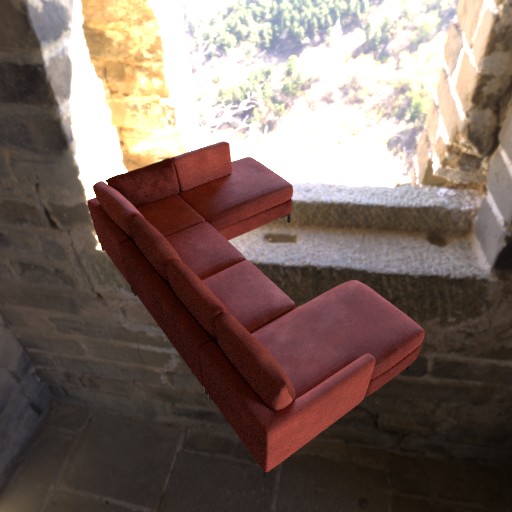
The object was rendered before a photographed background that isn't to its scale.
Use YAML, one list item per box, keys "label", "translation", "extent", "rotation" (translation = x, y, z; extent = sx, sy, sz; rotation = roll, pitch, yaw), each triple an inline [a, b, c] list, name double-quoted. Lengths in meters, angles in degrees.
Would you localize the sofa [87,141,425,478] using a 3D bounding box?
- label: "sofa"
  translation: [0.000, 0.000, 3.931]
  extent: [1.981, 0.858, 2.971]
  rotation: [-25, 47, -26]
